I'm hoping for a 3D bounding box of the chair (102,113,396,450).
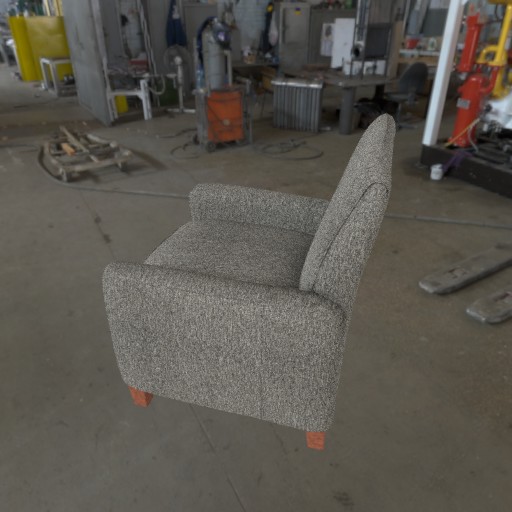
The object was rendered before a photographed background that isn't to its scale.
[{"bbox_3d":[0.000,0.000,1.654,0.864,1.014,0.848,8,31,14],"label":"chair"}]
